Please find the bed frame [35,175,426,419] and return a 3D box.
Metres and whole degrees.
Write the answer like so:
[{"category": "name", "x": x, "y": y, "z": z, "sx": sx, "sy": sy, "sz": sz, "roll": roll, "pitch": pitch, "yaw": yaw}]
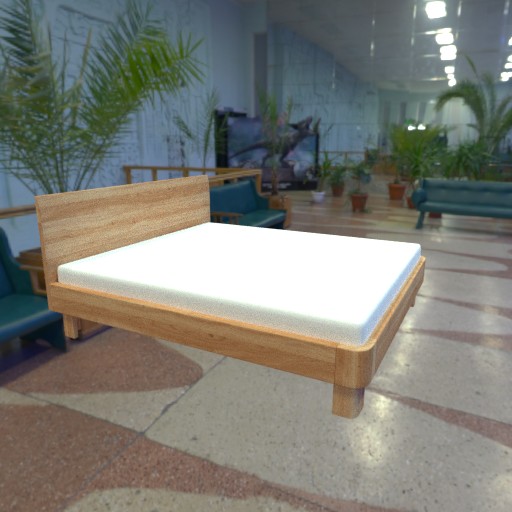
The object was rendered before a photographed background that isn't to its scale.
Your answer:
[{"category": "bed frame", "x": 0.000, "y": 0.000, "z": 3.171, "sx": 2.092, "sy": 0.940, "sz": 1.872, "roll": 8, "pitch": 17, "yaw": 27}]
